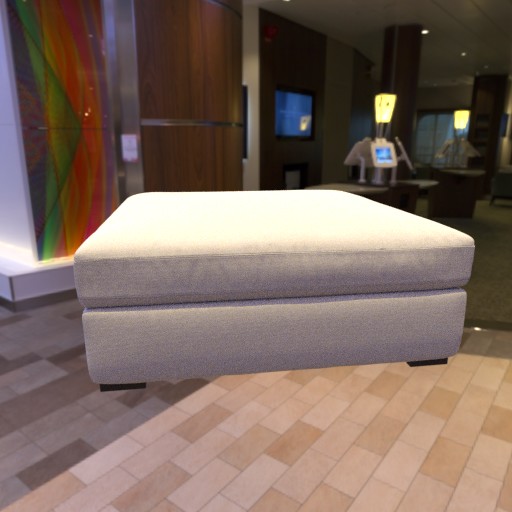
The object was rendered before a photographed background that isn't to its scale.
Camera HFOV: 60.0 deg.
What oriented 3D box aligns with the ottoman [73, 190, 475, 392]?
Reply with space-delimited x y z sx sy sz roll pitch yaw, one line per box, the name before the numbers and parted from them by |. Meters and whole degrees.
ottoman | 0.000 0.000 1.791 1.163 0.482 1.167 -2 15 -8
